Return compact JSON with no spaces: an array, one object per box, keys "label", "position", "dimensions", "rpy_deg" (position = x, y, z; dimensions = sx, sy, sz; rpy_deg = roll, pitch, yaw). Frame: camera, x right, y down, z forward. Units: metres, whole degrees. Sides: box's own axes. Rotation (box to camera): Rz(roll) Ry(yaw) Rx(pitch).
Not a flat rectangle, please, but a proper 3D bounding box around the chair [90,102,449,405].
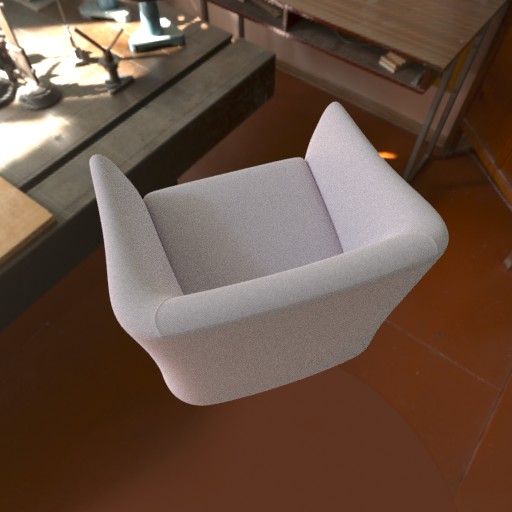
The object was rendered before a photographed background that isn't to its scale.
[{"label":"chair","position":[0.000,0.000,1.337],"dimensions":[0.790,0.720,0.700],"rpy_deg":[-15,58,-10]}]
